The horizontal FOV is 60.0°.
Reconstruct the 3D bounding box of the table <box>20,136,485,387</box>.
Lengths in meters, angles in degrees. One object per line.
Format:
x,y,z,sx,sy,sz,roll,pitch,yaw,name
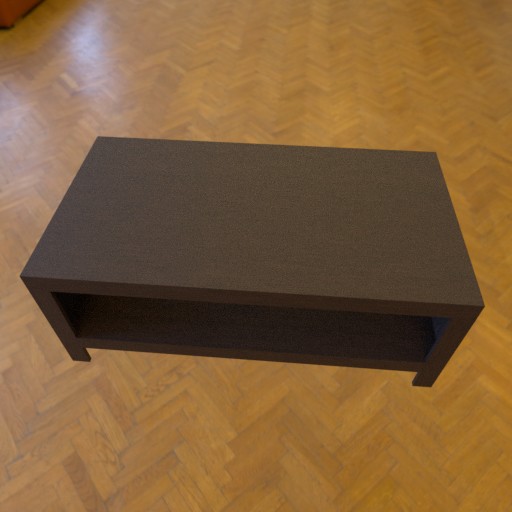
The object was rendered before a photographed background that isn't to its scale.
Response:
0.000,0.000,1.398,1.099,0.424,0.597,3,48,3,table
